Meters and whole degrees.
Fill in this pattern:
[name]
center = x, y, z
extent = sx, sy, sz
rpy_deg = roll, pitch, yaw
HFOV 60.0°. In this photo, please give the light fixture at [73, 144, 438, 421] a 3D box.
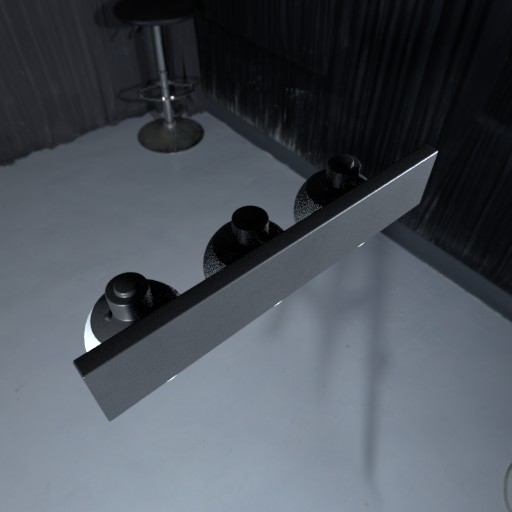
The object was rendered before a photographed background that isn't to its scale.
[light fixture]
center = 0.000, 0.000, 0.834
extent = 0.721, 0.263, 0.218
rpy_deg = -32, 55, -26
